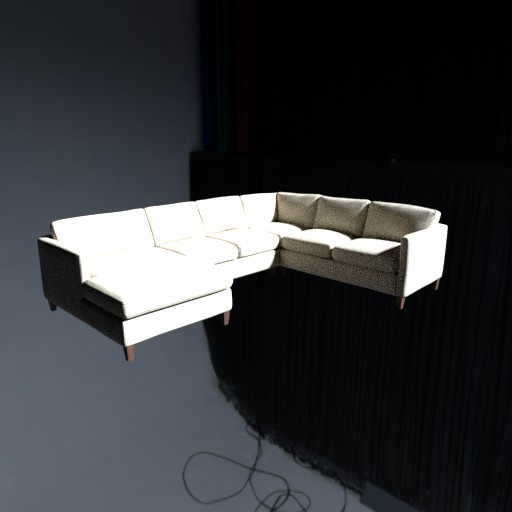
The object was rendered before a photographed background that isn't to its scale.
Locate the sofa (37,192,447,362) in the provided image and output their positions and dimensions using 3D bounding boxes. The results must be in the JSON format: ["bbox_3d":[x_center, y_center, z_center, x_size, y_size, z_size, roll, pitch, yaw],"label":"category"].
[{"bbox_3d":[0.000,0.000,4.608,2.593,0.959,3.460,14,20,43],"label":"sofa"}]
